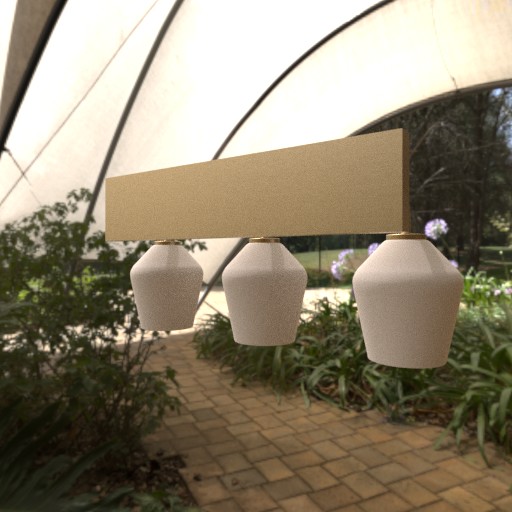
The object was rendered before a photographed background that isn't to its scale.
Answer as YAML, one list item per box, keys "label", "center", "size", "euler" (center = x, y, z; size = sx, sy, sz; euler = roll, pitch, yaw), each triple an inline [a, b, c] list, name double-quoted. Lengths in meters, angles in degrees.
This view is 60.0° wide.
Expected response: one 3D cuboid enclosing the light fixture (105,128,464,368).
- label: "light fixture"
  center: [0.000, 0.000, 0.718]
  size: [0.609, 0.280, 0.190]
  euler: [0, 0, 36]
